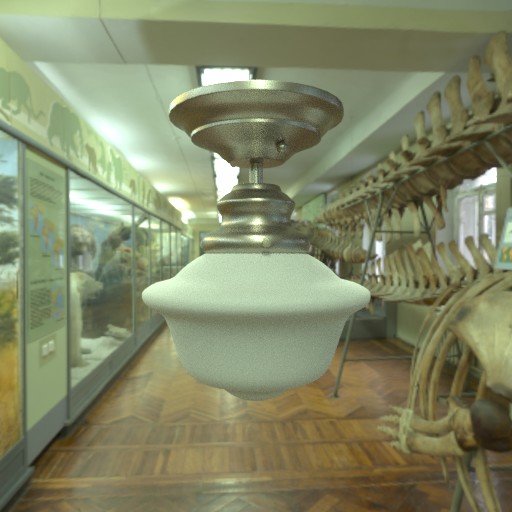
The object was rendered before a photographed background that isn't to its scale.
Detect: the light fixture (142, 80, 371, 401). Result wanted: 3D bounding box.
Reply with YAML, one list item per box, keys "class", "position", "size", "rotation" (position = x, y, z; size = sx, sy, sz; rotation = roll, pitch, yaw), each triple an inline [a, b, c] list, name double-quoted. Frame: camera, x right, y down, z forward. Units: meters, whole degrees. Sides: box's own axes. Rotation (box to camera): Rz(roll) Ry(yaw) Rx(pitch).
- class: "light fixture"
  position: [0.000, 0.000, 0.394]
  size: [0.199, 0.254, 0.199]
  rotation: [0, 0, 0]
